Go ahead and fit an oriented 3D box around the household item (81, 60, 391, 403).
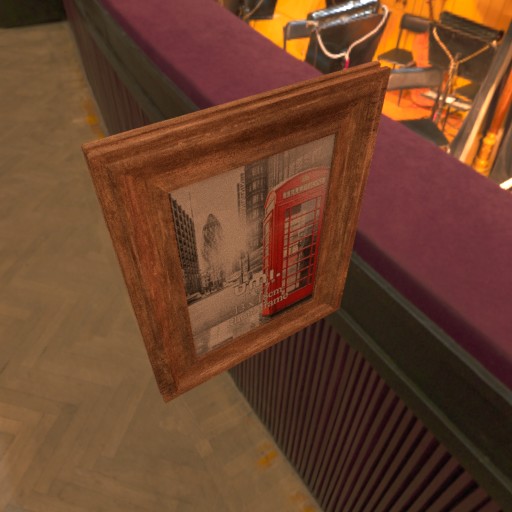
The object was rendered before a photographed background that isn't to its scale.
[{"bbox_3d":[0.000,0.000,0.322,0.186,0.237,0.018,-24,50,-22],"label":"household item"}]
